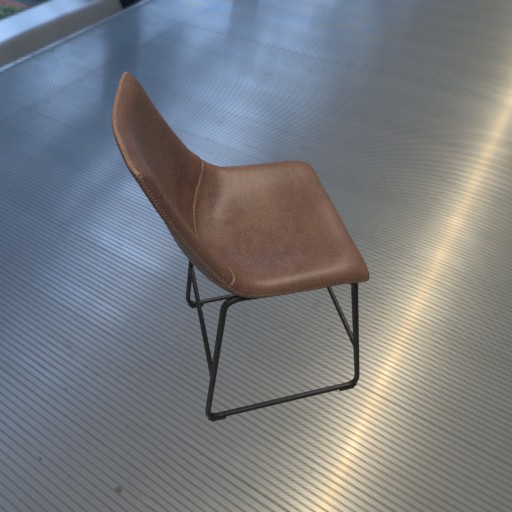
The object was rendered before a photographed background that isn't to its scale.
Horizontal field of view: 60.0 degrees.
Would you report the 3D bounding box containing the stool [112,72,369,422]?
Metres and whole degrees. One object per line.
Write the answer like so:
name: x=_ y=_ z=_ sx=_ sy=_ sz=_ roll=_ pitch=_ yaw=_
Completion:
stool: x=0.000 y=0.000 z=1.183 sx=0.550 sy=0.890 sz=0.460 roll=-10 pitch=48 yaw=-9
